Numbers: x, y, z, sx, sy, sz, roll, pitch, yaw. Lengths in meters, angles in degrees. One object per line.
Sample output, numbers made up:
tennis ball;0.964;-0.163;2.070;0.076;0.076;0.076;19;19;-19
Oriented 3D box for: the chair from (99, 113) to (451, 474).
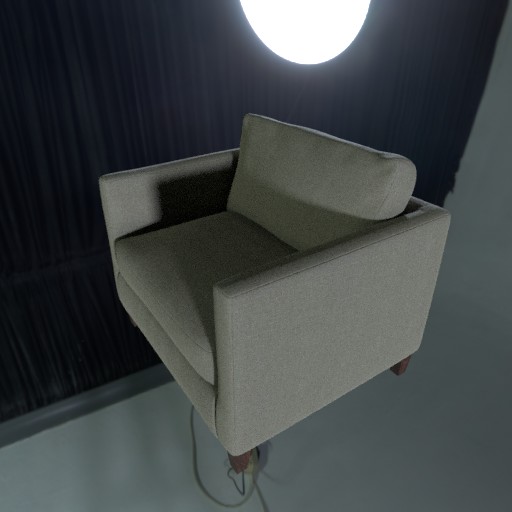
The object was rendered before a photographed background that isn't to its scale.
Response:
chair;0.000;0.000;1.834;0.959;0.963;1.107;-19;35;-29
